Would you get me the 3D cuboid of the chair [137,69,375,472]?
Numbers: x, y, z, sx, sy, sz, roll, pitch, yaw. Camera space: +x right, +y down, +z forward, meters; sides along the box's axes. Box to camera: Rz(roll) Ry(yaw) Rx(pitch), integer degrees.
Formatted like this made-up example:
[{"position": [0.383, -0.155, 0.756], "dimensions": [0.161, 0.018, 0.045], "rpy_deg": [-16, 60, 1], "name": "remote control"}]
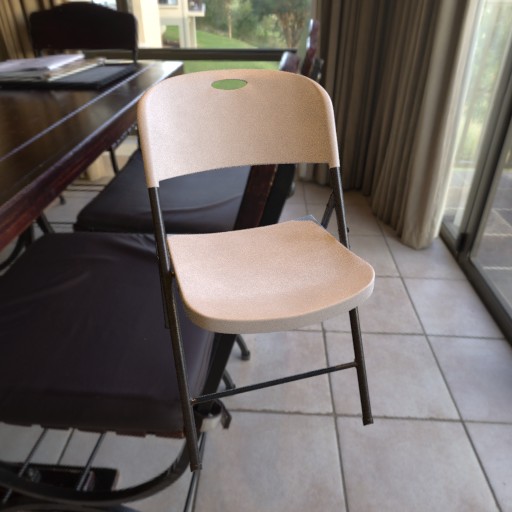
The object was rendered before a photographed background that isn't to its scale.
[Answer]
[{"position": [0.000, 0.000, 1.136], "dimensions": [0.494, 0.810, 0.566], "rpy_deg": [-9, 33, -14], "name": "chair"}]
